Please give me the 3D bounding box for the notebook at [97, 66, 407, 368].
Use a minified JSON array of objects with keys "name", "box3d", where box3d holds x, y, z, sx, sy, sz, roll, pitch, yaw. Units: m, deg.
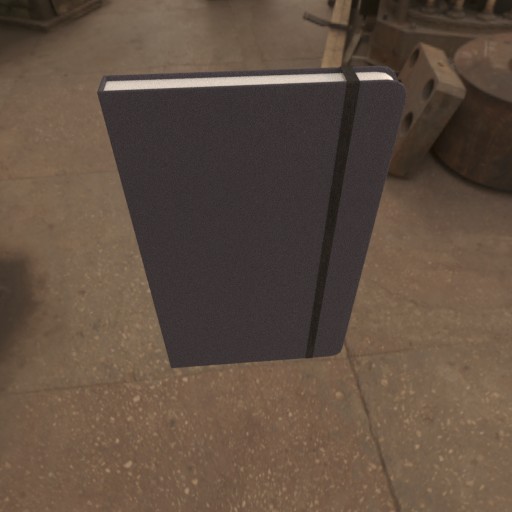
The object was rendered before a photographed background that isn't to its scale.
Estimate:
[{"name":"notebook","box3d":[0.000,0.000,0.260,0.127,0.213,0.016,-3,46,-3]}]
